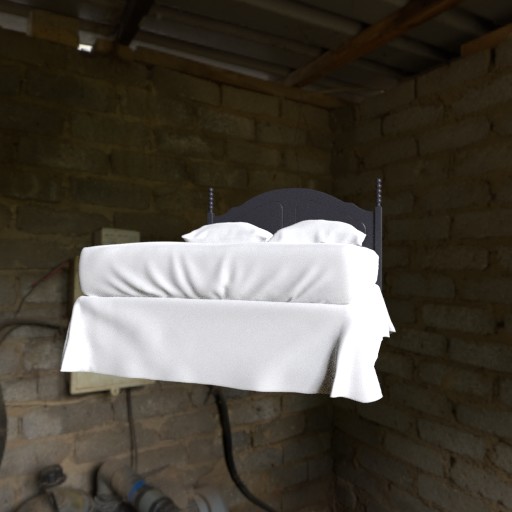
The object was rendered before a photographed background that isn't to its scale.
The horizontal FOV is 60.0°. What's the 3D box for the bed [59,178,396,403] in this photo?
[{"bbox_3d":[0.000,0.000,3.182,1.873,1.356,2.040,0,0,19],"label":"bed"}]
